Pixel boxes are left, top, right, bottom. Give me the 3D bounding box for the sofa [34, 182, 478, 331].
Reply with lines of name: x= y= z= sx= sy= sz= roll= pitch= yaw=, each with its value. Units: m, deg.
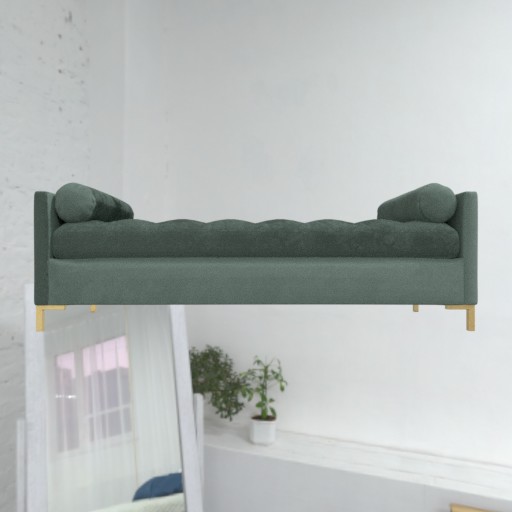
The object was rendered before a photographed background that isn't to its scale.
sofa: x=0.000 y=0.000 z=2.444 sx=2.102 sy=0.705 sz=0.796 roll=0 pitch=0 yaw=0
